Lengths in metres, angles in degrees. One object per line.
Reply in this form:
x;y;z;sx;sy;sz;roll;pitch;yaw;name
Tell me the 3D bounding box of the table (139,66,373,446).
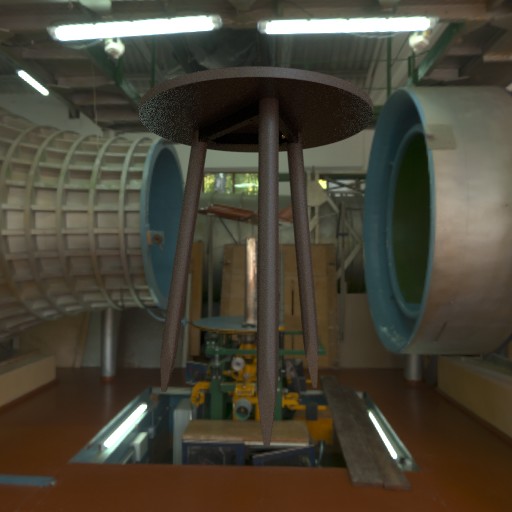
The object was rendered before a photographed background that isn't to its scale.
0.000;0.000;0.891;0.457;0.585;0.457;0;-1;0;table
